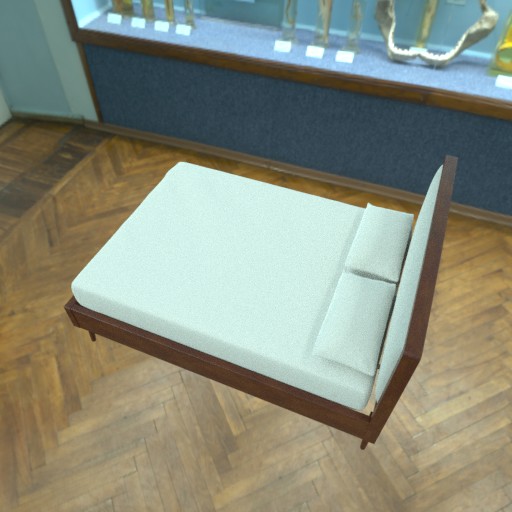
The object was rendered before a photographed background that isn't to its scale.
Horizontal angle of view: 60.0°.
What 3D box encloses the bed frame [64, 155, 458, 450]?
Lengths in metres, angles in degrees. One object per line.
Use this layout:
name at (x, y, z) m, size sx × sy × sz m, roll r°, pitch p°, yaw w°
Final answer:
bed frame at (0.000, 0.000, 3.102) m, size 2.171 × 1.279 × 1.587 m, roll 17°, pitch 50°, yaw 15°
